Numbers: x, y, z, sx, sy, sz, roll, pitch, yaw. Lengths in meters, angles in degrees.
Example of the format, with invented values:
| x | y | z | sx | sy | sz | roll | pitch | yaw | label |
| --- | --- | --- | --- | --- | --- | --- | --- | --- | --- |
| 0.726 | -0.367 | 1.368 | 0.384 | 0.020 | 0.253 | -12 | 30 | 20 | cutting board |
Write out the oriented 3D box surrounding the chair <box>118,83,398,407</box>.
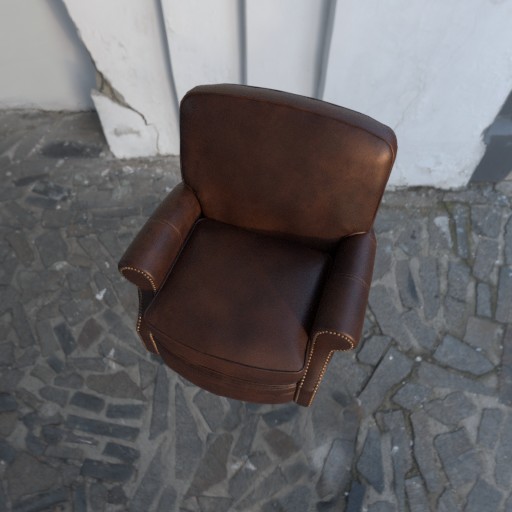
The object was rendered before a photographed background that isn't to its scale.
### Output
| x | y | z | sx | sy | sz | roll | pitch | yaw | label |
| --- | --- | --- | --- | --- | --- | --- | --- | --- | --- |
| 0.000 | 0.000 | 1.799 | 0.936 | 1.018 | 0.986 | 17 | 59 | 10 | chair |
